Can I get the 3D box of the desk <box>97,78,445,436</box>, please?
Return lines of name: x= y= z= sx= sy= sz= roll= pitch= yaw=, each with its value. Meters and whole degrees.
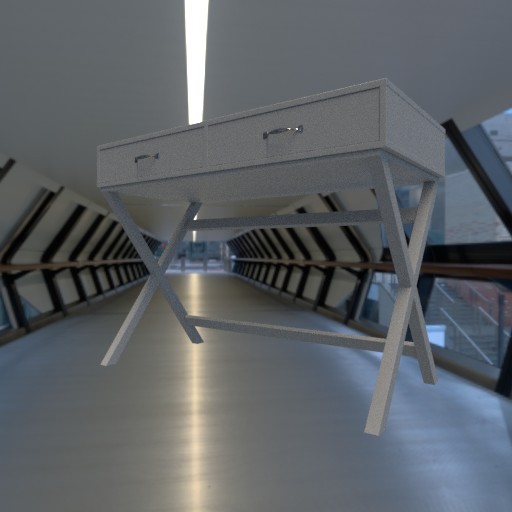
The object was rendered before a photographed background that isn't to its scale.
desk: x=0.000 y=0.000 z=1.468 sx=1.057 sy=0.780 sz=0.525 roll=1 pitch=1 yaw=36
